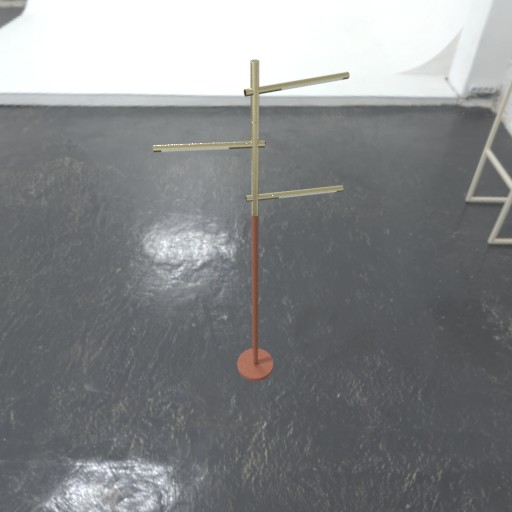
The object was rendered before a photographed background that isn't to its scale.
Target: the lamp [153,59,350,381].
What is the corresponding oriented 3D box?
[{"bbox_3d":[0.000,0.000,2.012,0.737,1.704,0.209,-13,43,-14],"label":"lamp"}]
